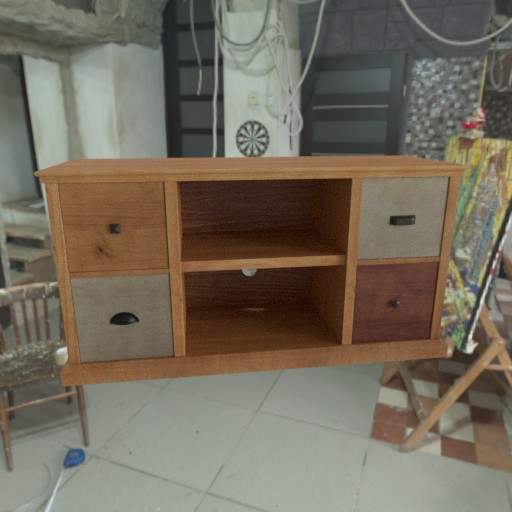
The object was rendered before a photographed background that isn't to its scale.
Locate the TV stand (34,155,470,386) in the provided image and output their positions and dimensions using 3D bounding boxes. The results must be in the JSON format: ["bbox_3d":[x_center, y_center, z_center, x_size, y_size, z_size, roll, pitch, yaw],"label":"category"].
[{"bbox_3d":[0.000,0.000,1.460,1.181,0.607,0.417,-2,17,-8],"label":"TV stand"}]
